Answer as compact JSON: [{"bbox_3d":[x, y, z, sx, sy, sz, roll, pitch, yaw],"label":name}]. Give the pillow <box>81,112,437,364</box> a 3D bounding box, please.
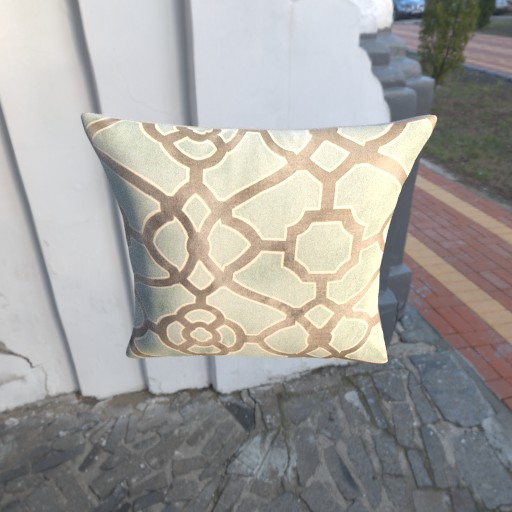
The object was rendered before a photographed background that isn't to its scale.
[{"bbox_3d":[0.000,0.000,0.811,0.552,0.508,0.166,1,31,2],"label":"pillow"}]
